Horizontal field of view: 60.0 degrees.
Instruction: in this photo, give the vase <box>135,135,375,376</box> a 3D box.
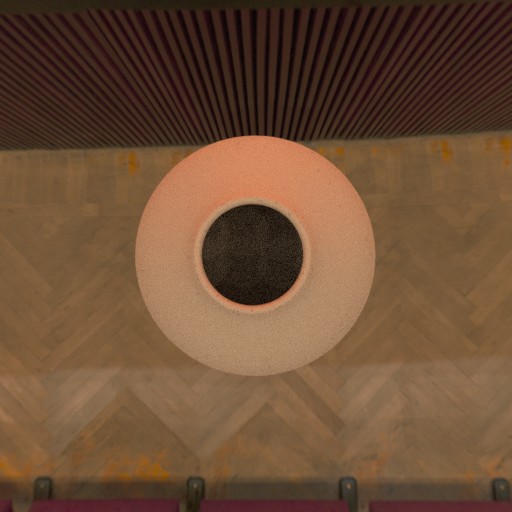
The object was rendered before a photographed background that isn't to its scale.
[{"bbox_3d":[0.000,0.000,0.354,0.169,0.240,0.169,0,90,1],"label":"vase"}]
